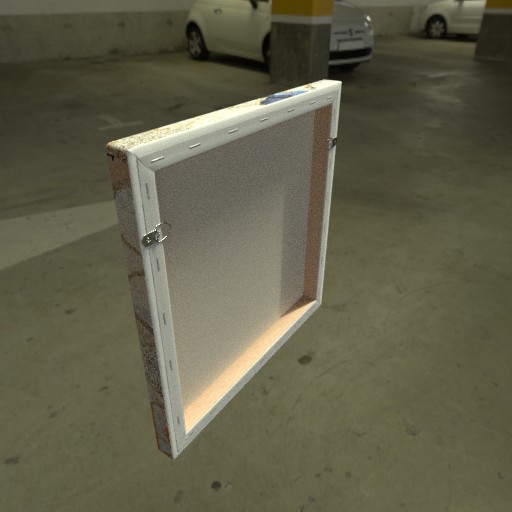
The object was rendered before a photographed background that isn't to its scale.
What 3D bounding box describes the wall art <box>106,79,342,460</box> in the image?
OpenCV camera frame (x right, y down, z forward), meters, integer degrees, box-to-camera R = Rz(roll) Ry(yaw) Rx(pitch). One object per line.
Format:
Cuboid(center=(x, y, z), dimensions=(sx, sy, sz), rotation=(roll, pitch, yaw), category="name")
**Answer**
Cuboid(center=(0.000, 0.000, 0.766), dimensions=(0.038, 0.508, 0.507), rotation=(19, 36, 29), category="wall art")
